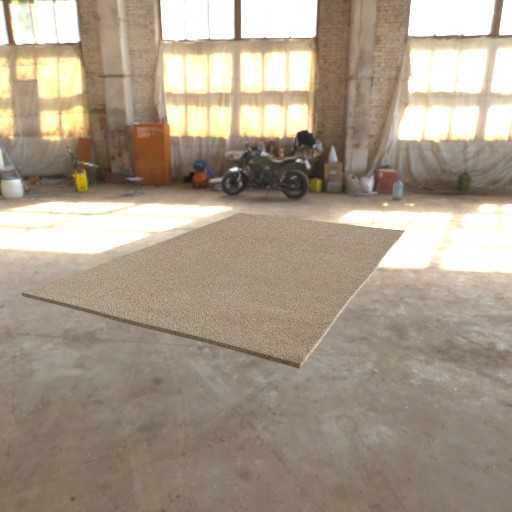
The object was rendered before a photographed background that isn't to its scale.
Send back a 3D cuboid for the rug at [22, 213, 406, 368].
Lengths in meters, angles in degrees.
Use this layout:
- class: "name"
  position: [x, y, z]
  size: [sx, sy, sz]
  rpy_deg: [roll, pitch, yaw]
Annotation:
- class: "rug"
  position: [0.000, 0.000, 3.433]
  size: [1.800, 0.025, 2.699]
  rpy_deg: [9, 19, 26]
